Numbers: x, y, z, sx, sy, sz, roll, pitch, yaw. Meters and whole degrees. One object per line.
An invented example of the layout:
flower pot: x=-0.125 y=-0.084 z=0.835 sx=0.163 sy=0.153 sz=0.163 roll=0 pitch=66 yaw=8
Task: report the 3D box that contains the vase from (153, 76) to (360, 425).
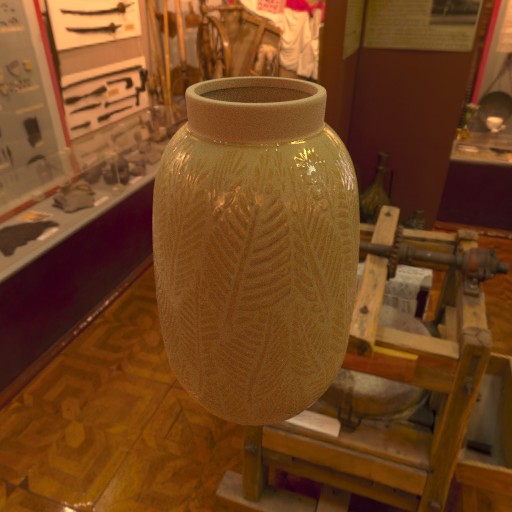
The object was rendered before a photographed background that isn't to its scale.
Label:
vase: x=0.000 y=0.000 z=0.375 sx=0.172 sy=0.270 sz=0.172 roll=0 pitch=32 yaw=0
